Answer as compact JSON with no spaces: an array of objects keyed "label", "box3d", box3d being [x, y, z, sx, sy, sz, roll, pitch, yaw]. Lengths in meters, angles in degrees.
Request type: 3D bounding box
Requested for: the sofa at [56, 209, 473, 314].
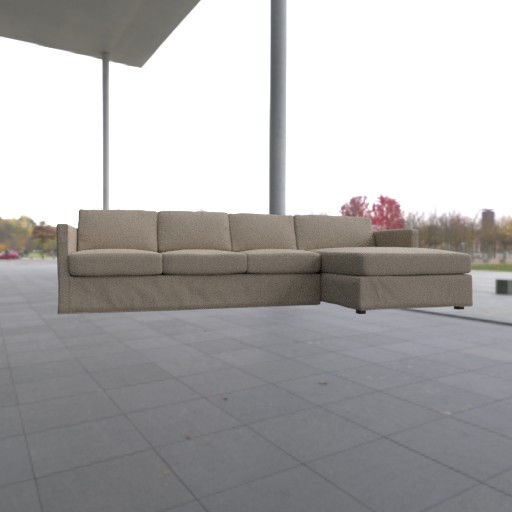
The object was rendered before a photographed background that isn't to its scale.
[{"label":"sofa","box3d":[0.000,0.000,3.864,3.177,0.867,1.622,0,1,-17]}]
